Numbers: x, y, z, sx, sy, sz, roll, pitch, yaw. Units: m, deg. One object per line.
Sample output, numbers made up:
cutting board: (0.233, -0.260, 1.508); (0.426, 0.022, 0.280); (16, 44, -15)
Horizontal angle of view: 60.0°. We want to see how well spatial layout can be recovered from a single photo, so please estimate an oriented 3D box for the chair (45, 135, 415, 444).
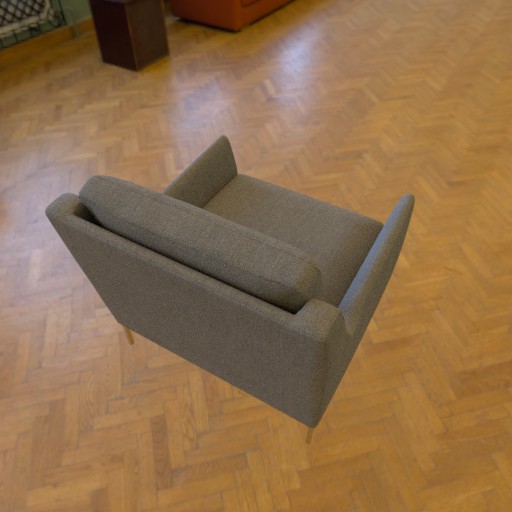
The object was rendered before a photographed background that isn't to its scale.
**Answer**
chair: (0.000, 0.000, 1.524); (0.847, 0.828, 0.849); (23, 50, 21)
